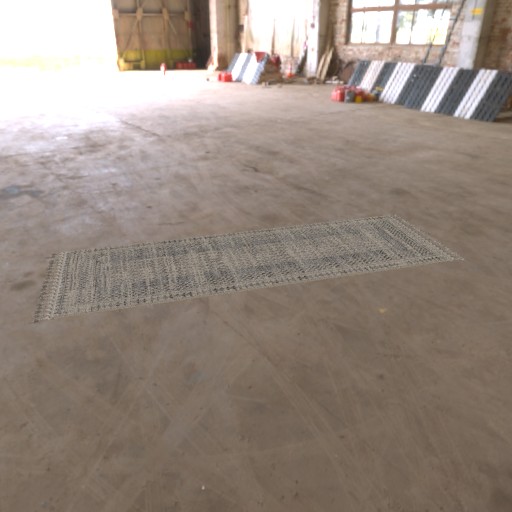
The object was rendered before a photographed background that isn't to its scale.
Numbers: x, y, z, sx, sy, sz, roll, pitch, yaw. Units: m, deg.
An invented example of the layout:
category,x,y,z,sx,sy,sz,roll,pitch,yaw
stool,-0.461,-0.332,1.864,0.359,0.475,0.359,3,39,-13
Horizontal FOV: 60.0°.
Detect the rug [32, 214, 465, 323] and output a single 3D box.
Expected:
category,x,y,z,sx,sy,sz,roll,pitch,yaw
rug,0.000,0.000,2.758,2.480,0.013,0.786,-7,28,-14
